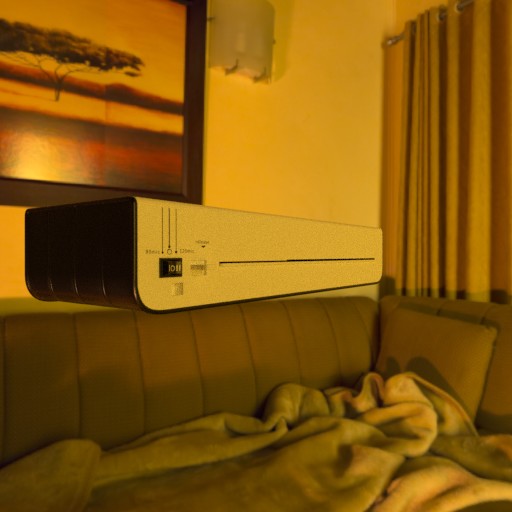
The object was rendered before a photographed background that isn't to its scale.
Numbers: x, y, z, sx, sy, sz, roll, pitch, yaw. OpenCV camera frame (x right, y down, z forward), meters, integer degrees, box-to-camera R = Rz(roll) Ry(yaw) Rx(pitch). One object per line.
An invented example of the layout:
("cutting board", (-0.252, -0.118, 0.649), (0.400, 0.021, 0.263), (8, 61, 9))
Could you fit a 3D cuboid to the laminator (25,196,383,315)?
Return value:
("laminator", (0.000, 0.000, 0.388), (0.123, 0.062, 0.340), (0, 0, 37))
